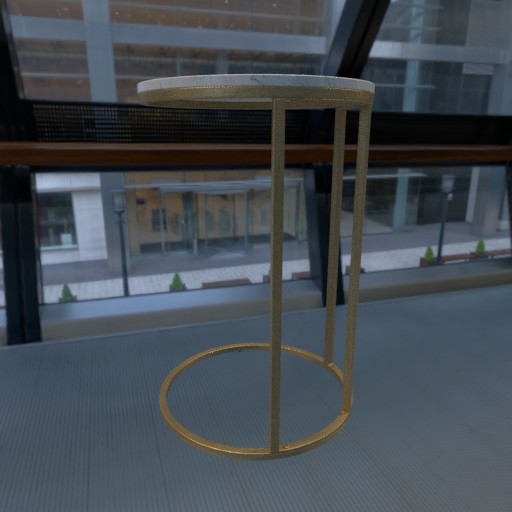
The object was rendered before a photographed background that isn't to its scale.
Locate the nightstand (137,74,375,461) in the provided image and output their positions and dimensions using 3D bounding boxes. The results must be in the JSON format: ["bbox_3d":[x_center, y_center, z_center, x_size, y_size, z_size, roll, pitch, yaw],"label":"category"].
[{"bbox_3d":[0.000,0.000,0.855,0.400,0.610,0.400,8,18,24],"label":"nightstand"}]
